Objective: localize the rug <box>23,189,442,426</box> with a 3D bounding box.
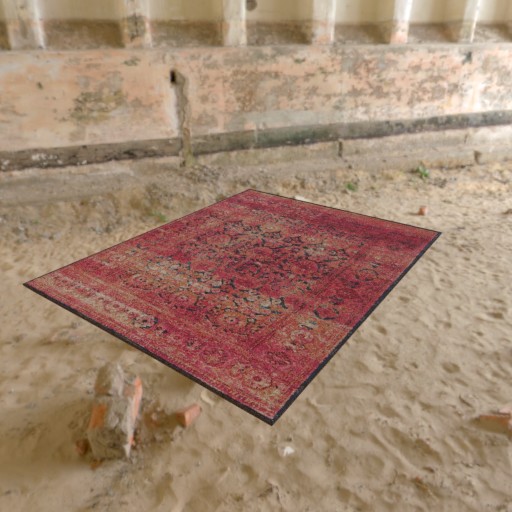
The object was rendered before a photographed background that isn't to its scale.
[{"bbox_3d":[0.000,0.000,3.979,2.411,0.020,3.032,18,32,32],"label":"rug"}]
